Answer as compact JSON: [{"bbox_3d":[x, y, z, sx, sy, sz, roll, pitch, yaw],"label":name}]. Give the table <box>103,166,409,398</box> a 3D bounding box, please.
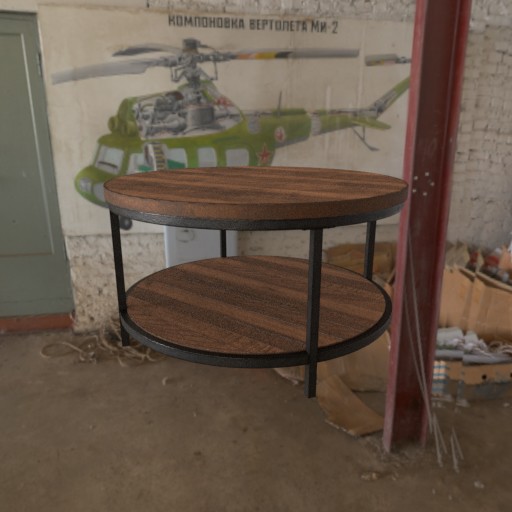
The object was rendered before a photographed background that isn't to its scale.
[{"bbox_3d":[0.000,0.000,1.344,0.837,0.462,0.837,0,16,0],"label":"table"}]
